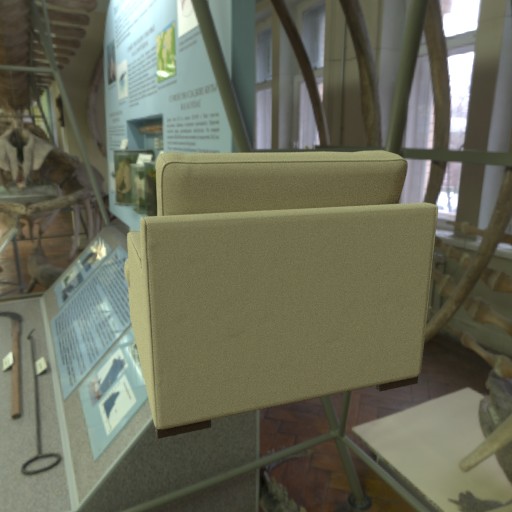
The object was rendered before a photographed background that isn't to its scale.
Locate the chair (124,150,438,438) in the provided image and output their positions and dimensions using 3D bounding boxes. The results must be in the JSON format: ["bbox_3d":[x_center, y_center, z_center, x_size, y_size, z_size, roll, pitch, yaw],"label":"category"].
[{"bbox_3d":[0.000,0.000,2.159,1.293,1.005,1.274,-7,16,-26],"label":"chair"}]
